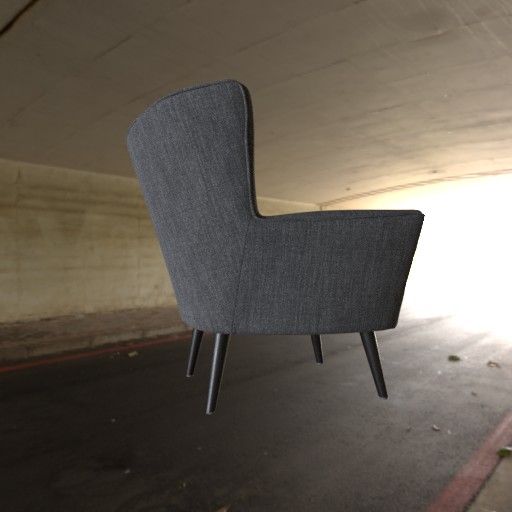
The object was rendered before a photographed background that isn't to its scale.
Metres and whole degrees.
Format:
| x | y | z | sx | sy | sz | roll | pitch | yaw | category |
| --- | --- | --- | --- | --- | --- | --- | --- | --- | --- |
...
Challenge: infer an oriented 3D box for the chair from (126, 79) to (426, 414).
| x | y | z | sx | sy | sz | roll | pitch | yaw | category |
| --- | --- | --- | --- | --- | --- | --- | --- | --- | --- |
| 0.000 | 0.000 | 1.578 | 0.888 | 0.933 | 0.781 | 0 | 0 | -17 | chair |
